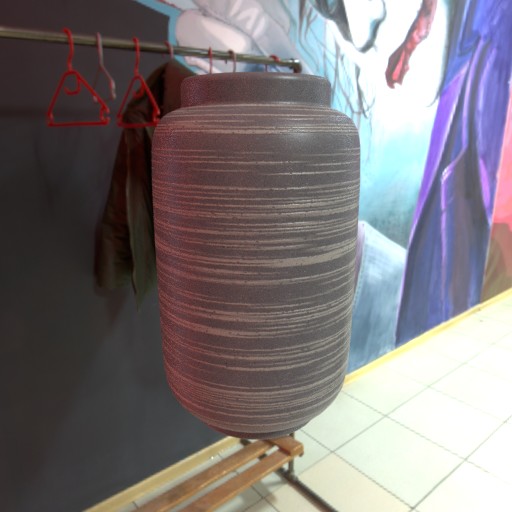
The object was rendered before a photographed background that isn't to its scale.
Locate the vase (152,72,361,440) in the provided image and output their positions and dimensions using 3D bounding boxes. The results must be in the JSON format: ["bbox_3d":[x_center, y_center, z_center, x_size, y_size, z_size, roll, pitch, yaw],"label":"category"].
[{"bbox_3d":[0.000,0.000,0.674,0.297,0.499,0.297,0,16,0],"label":"vase"}]
